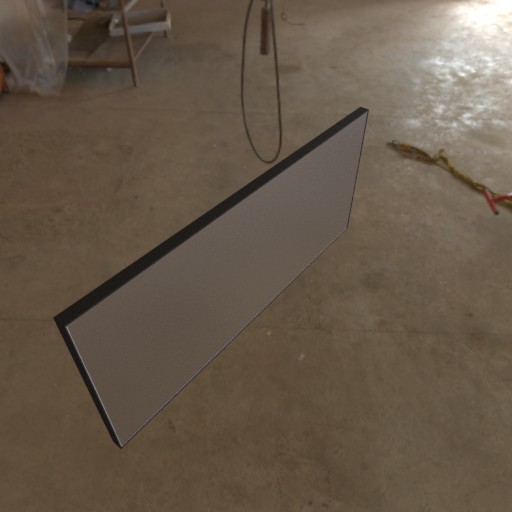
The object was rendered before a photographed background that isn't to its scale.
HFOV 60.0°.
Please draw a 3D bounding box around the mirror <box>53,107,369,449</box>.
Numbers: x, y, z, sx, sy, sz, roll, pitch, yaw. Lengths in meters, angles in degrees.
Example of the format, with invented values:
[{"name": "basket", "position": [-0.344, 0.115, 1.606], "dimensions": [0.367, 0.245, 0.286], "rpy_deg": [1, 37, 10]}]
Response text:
[{"name": "mirror", "position": [0.000, 0.000, 1.795], "dimensions": [0.047, 0.692, 1.584], "rpy_deg": [28, 50, 27]}]
